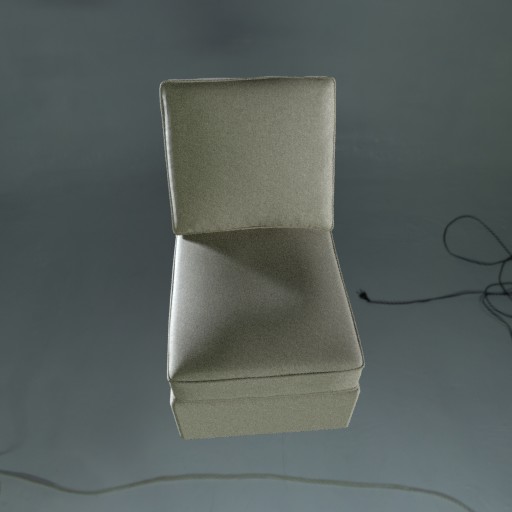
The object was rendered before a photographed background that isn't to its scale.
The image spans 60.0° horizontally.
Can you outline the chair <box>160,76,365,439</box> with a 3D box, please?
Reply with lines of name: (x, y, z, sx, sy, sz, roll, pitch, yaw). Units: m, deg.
chair: (0.000, 0.000, 1.690, 0.674, 1.058, 1.020, -3, 46, -3)
